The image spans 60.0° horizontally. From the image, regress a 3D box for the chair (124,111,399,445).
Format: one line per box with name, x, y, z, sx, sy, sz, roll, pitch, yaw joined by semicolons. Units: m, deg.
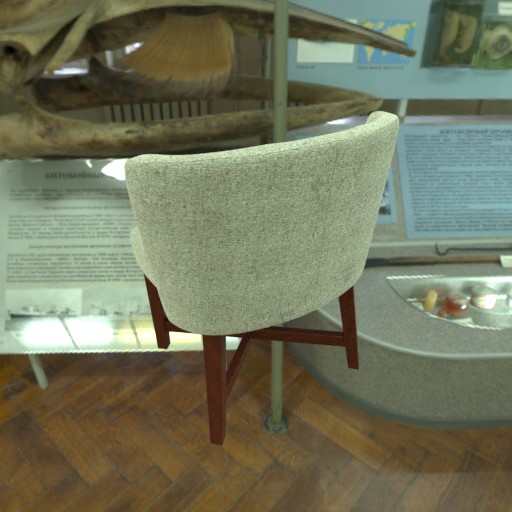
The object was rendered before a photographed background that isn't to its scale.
chair;0.000;0.000;1.292;0.728;0.827;0.575;-19;36;-28
